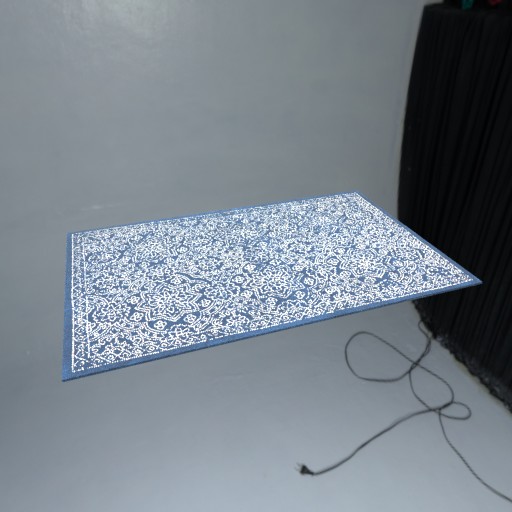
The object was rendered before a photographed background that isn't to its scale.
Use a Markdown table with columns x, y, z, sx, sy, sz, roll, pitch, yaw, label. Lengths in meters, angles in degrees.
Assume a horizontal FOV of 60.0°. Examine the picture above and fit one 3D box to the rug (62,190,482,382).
| x | y | z | sx | sy | sz | roll | pitch | yaw | label |
| --- | --- | --- | --- | --- | --- | --- | --- | --- | --- |
| 0.000 | 0.000 | 3.015 | 2.441 | 0.015 | 1.526 | -10 | 33 | -16 | rug |
